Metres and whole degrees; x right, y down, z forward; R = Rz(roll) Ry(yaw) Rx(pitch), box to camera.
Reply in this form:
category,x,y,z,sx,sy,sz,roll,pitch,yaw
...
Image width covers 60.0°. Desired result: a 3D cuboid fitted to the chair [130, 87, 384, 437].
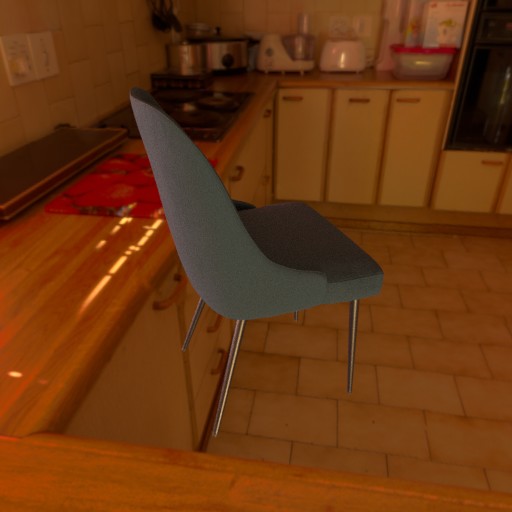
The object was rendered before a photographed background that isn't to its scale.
category,x,y,z,sx,sy,sz,roll,pitch,yaw
chair,0.000,0.000,1.235,0.559,0.896,0.478,-11,33,-18
